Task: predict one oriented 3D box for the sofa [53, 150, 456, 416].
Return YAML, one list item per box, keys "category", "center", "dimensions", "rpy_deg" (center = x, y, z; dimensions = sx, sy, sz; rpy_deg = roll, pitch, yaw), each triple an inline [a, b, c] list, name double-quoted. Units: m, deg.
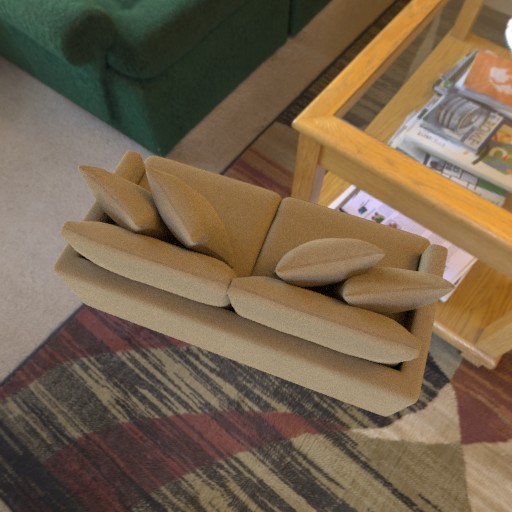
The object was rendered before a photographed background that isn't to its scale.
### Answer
- category: "sofa"
  center: [0.000, 0.000, 3.001]
  dimensions: [2.380, 1.084, 1.228]
  rpy_deg: [18, 65, 9]
